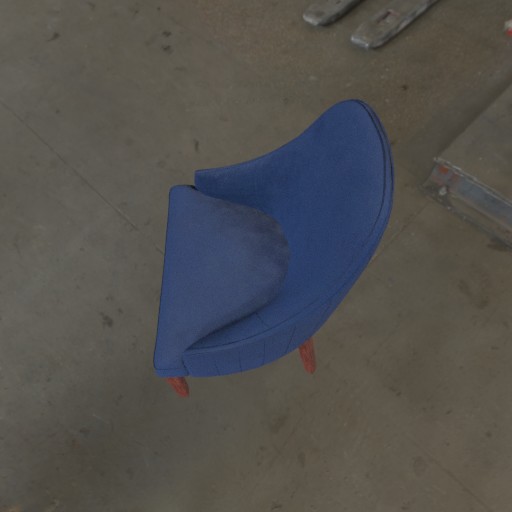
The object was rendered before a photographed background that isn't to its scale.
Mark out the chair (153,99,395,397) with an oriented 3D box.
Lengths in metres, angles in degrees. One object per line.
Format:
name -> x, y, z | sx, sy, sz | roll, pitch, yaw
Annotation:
chair -> 0.000, 0.000, 1.301 | 0.575, 0.889, 0.643 | -1, 60, -1
